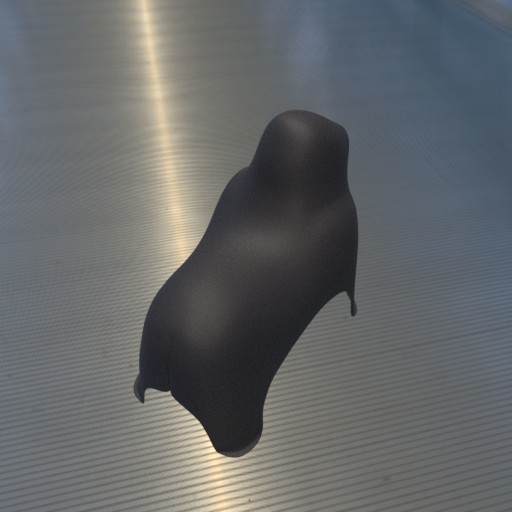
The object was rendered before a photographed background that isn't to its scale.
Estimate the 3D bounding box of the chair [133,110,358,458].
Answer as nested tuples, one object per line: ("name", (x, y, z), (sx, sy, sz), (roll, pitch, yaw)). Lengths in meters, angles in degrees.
("chair", (0.000, 0.000, 1.146), (0.490, 0.600, 0.758), (24, 50, 22))
